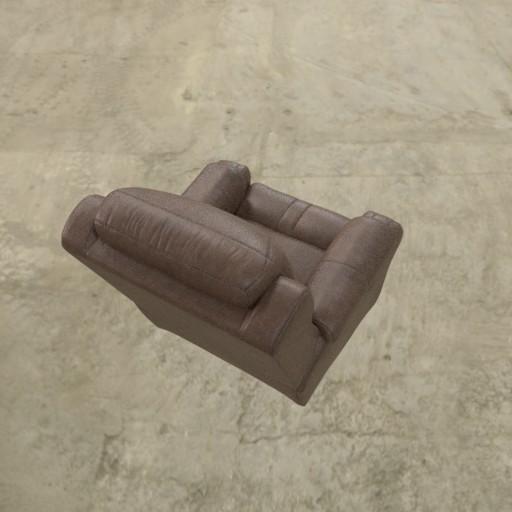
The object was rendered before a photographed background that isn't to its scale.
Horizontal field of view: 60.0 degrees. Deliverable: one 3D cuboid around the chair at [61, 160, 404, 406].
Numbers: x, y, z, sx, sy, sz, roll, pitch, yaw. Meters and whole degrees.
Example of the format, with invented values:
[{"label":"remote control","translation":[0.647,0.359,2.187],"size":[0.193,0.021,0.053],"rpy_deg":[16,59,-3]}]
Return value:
[{"label":"chair","translation":[0.000,0.000,1.778],"size":[0.940,0.990,1.067],"rpy_deg":[24,51,20]}]
